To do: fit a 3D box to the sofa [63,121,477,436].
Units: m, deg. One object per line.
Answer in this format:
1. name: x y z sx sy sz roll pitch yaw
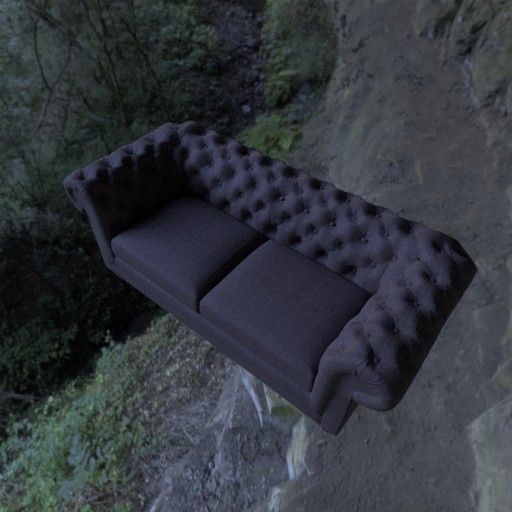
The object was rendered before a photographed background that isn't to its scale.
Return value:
1. sofa: 0.000 0.000 2.470 2.048 0.780 0.944 30 53 26
